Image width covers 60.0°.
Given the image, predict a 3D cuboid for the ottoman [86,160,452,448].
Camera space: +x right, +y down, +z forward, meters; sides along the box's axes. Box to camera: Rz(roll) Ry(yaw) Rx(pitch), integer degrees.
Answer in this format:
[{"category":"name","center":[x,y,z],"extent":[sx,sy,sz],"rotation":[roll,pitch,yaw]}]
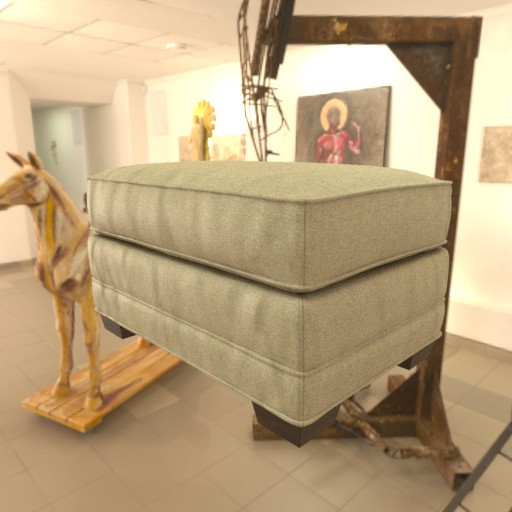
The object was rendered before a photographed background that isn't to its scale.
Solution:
[{"category":"ottoman","center":[0.000,0.000,1.218],"extent":[0.611,0.508,0.848],"rotation":[-13,19,-43]}]
